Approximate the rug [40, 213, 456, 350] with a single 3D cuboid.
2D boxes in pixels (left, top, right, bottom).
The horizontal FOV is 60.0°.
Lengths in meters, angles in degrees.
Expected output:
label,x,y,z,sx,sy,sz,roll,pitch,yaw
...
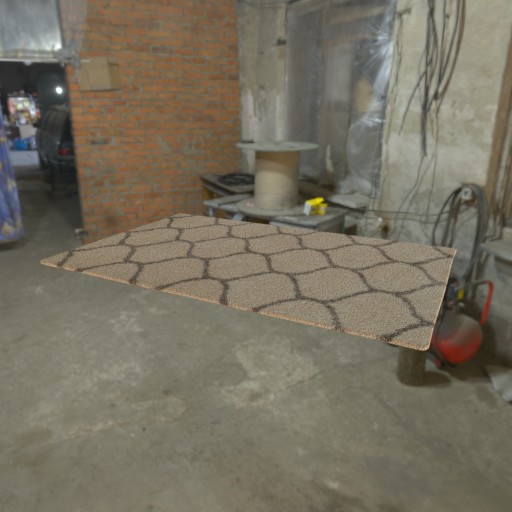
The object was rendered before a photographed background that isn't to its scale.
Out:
label,x,y,z,sx,sy,sz,roll,pitch,yaw
rug,0.000,0.000,2.943,2.348,0.024,1.501,9,21,26
